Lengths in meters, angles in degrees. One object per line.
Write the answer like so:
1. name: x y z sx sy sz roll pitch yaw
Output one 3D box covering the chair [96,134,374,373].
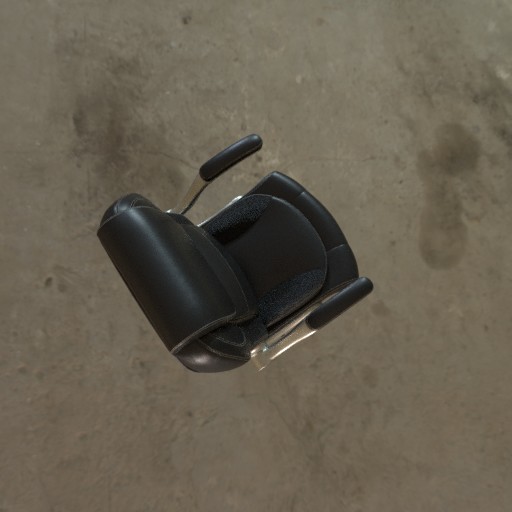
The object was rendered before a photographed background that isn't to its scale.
1. chair: 0.000 0.000 1.696 0.801 1.141 0.724 -34 78 -8
